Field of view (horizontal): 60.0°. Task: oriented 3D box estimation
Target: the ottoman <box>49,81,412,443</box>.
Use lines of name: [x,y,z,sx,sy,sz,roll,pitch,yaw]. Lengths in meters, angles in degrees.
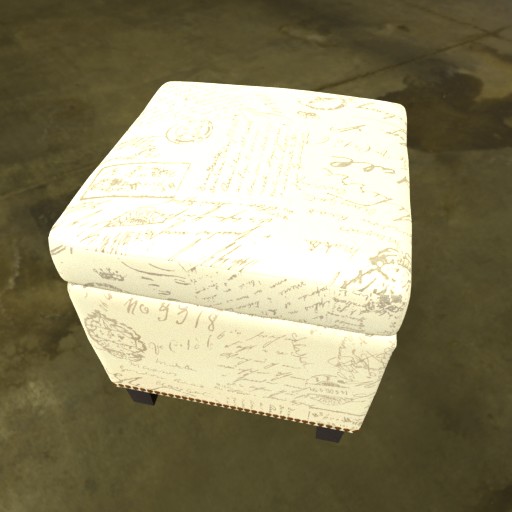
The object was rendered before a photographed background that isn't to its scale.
ottoman: [0.000,0.000,0.797,0.449,0.457,0.450,8,47,8]
